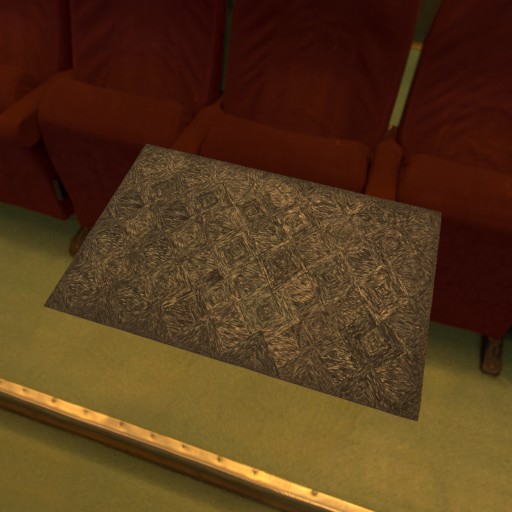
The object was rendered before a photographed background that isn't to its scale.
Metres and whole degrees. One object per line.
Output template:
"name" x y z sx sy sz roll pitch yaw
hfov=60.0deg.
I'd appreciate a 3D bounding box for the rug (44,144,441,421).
"rug" 0.000 0.000 2.246 1.754 0.010 1.139 15 59 9
